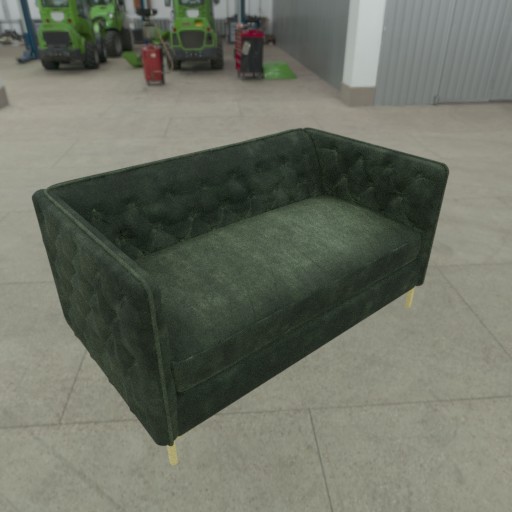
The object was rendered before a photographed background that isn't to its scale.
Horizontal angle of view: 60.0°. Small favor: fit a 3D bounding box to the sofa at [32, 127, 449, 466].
[{"bbox_3d":[0.000,0.000,1.988,1.537,0.768,0.895,-23,37,-34],"label":"sofa"}]
